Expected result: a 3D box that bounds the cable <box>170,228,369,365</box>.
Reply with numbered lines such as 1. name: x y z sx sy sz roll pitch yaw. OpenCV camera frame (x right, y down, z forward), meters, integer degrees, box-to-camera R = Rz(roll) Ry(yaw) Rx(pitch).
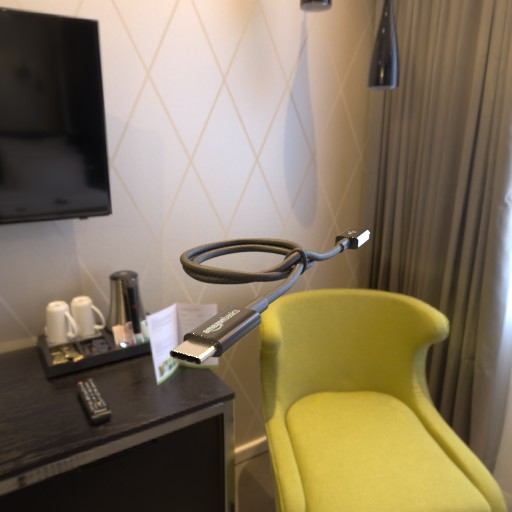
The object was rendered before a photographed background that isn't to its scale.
1. cable: 0.000 0.000 0.219 0.070 0.014 0.192 8 17 26
